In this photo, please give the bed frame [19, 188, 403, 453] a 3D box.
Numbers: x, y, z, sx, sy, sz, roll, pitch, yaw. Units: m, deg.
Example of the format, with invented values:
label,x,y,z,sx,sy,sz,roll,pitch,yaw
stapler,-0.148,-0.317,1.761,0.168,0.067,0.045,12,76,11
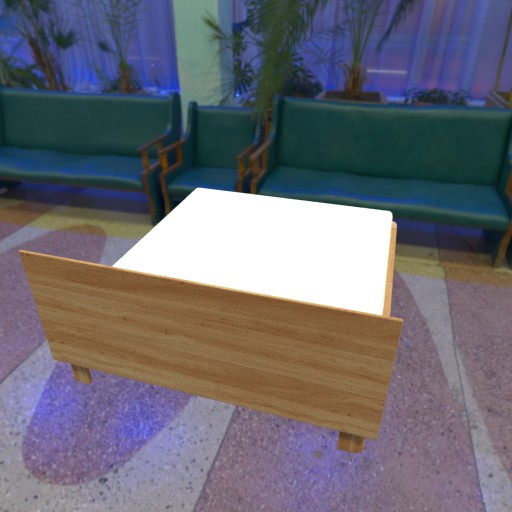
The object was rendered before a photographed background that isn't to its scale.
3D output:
label,x,y,z,sx,sy,sz,roll,pitch,yaw
bed frame,0.000,0.000,3.102,1.872,0.940,2.092,9,32,15
